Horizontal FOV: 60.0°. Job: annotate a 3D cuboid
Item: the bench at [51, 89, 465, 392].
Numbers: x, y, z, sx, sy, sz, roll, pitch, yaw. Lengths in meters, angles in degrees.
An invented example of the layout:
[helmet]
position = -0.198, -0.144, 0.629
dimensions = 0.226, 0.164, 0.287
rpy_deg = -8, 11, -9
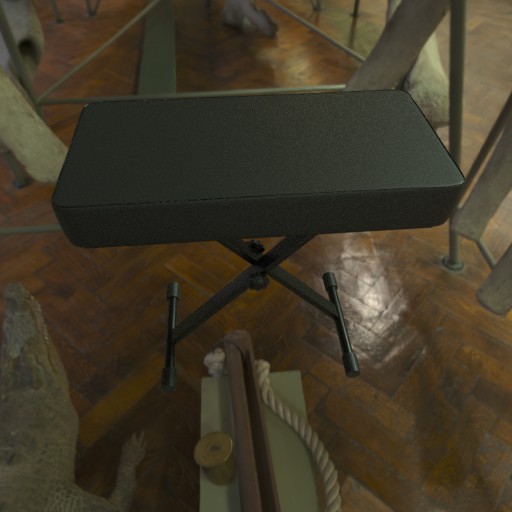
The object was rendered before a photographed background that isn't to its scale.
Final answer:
[bench]
position = 0.000, 0.000, 0.926
dimensions = 0.600, 0.561, 0.300
rpy_deg = -4, 47, -3
